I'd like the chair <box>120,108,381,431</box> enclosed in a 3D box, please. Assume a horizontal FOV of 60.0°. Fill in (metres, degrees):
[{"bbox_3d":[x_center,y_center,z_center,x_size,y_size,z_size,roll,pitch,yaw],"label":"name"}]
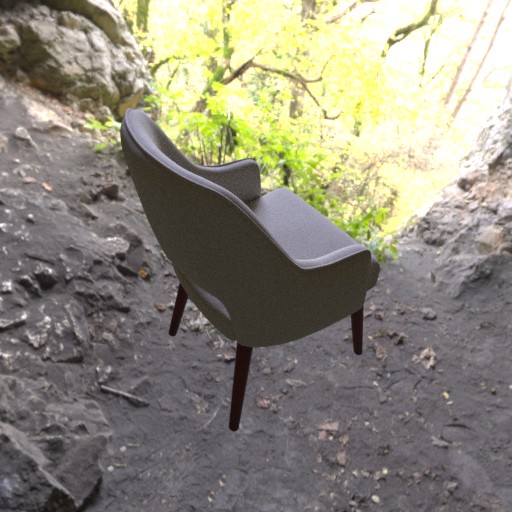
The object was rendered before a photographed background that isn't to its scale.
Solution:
[{"bbox_3d":[0.000,0.000,1.250,0.580,0.840,0.560,-24,47,-24],"label":"chair"}]
